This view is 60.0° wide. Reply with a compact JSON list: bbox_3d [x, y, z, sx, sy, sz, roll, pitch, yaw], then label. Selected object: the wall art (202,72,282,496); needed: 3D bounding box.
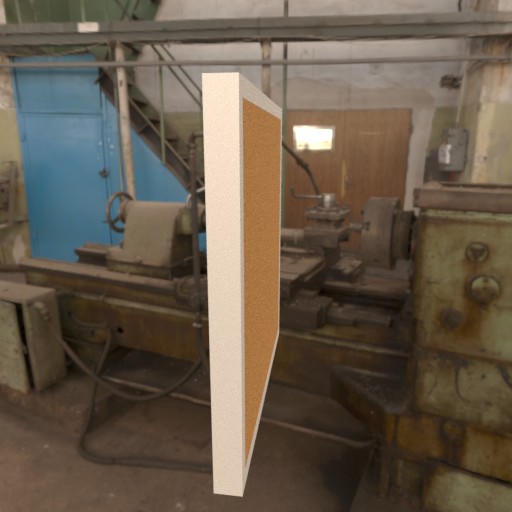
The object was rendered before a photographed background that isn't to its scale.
[{"bbox_3d":[0.000,0.000,0.752,0.038,0.508,0.507,2,14,8],"label":"wall art"}]
